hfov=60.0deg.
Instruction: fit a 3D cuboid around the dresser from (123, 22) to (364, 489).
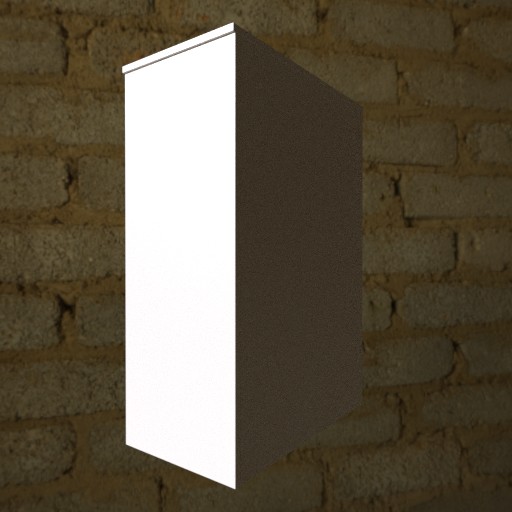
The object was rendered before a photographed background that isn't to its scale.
[{"bbox_3d":[0.000,0.000,1.367,0.401,1.021,0.704,0,1,37],"label":"dresser"}]
